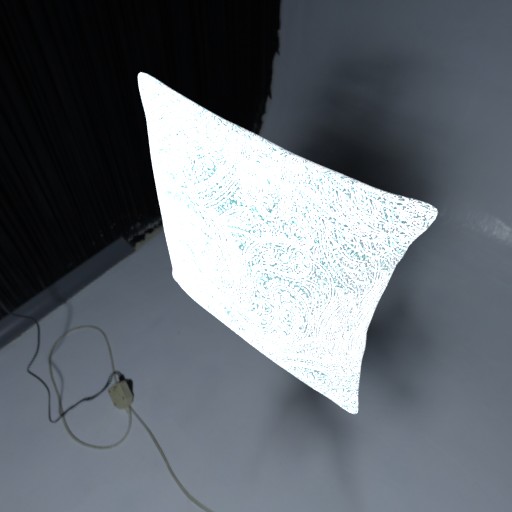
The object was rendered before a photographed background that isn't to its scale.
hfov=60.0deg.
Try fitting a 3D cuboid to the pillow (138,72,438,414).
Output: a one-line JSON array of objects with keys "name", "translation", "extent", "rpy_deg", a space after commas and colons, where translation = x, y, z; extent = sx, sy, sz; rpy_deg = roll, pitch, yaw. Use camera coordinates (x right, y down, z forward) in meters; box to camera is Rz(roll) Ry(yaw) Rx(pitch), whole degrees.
[{"name": "pillow", "translation": [0.000, 0.000, 0.787], "extent": [0.526, 0.507, 0.166], "rpy_deg": [33, 55, 27]}]
